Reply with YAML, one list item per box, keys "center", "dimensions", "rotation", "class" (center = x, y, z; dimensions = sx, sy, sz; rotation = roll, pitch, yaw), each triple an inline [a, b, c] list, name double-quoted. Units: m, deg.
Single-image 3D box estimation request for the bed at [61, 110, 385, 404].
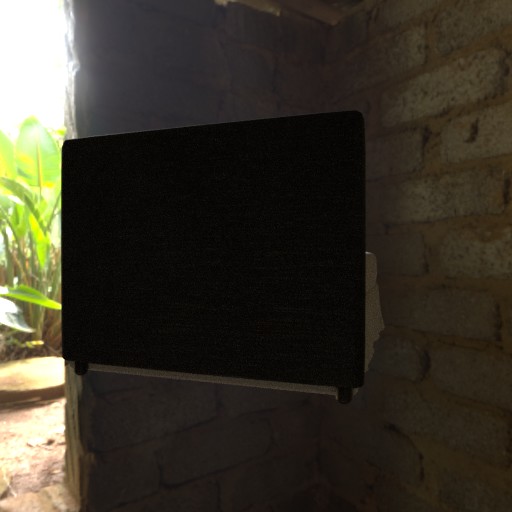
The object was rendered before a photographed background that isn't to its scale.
- center: [0.000, 0.000, 3.211]
  dimensions: [1.723, 1.330, 2.142]
  rotation: [0, 0, 19]
  class: "bed"
